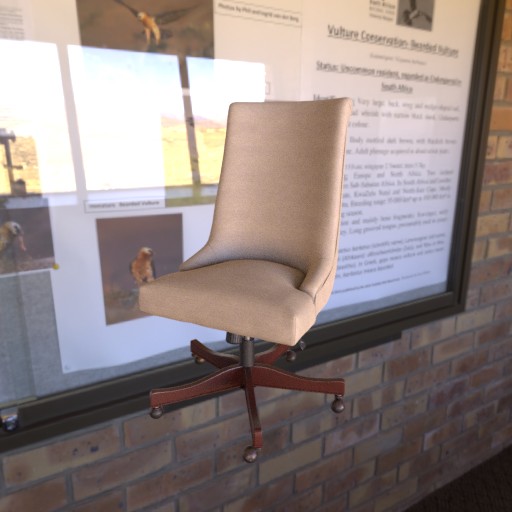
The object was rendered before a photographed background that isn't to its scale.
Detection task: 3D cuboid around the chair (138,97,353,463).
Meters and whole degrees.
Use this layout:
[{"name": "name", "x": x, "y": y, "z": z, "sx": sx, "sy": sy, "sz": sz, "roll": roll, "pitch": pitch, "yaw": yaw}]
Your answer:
[{"name": "chair", "x": 0.000, "y": 0.000, "z": 1.466, "sx": 0.645, "sy": 1.010, "sz": 0.696, "roll": 8, "pitch": 17, "yaw": 26}]
